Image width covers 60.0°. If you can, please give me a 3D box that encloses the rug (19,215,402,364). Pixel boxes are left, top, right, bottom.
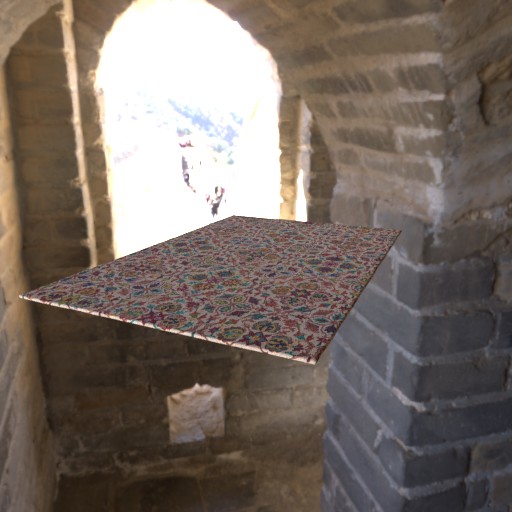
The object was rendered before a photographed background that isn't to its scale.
[{"bbox_3d":[0.000,0.000,2.894,1.541,0.018,2.297,7,18,24],"label":"rug"}]
